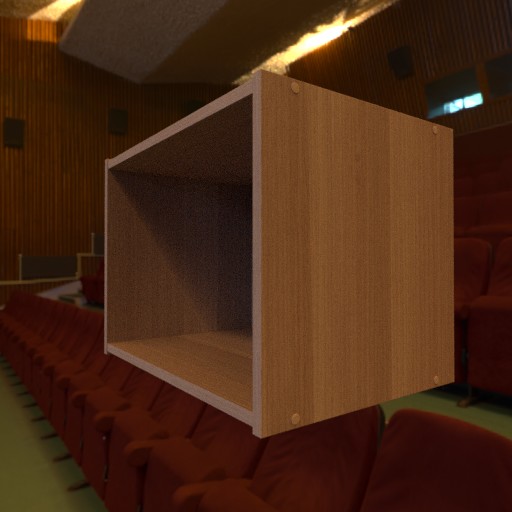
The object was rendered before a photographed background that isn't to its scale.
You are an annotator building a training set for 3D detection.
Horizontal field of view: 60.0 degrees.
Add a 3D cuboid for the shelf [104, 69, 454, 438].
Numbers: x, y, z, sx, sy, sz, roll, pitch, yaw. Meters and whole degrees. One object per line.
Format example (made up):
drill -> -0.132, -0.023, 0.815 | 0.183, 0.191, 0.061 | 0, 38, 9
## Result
shelf -> 0.000, 0.000, 0.618 | 0.290, 0.305, 0.415 | 0, -1, -36
